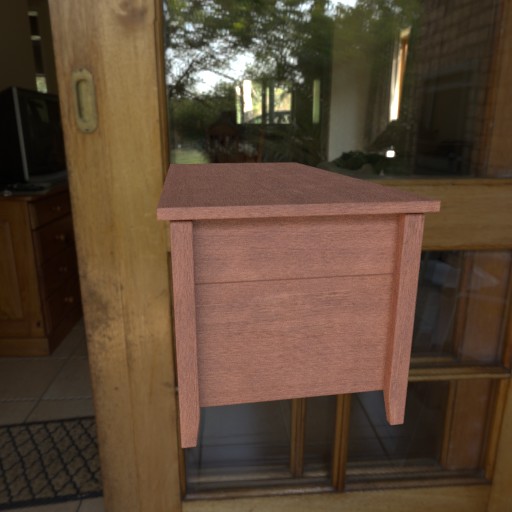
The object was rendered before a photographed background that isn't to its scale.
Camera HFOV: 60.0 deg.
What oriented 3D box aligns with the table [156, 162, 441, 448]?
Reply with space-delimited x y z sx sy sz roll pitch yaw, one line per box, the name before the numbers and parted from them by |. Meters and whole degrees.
table | 0.000 0.000 1.273 0.483 0.457 1.016 -3 16 -9
